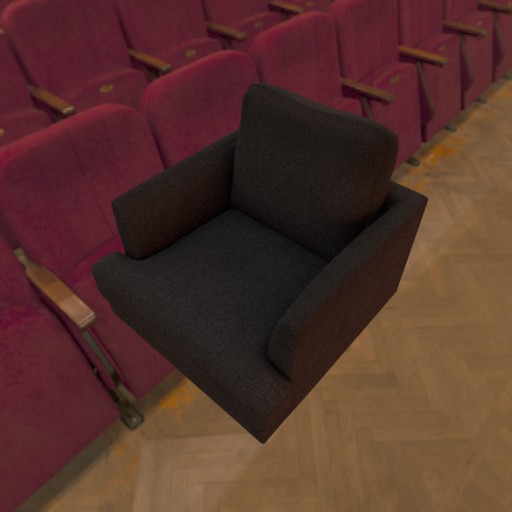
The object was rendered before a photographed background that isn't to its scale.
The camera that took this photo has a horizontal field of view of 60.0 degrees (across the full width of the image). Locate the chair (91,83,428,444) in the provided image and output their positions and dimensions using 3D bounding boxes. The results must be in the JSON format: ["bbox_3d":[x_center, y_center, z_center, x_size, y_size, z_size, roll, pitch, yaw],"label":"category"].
[{"bbox_3d":[0.000,0.000,1.630,0.858,0.957,0.899,32,53,28],"label":"chair"}]
